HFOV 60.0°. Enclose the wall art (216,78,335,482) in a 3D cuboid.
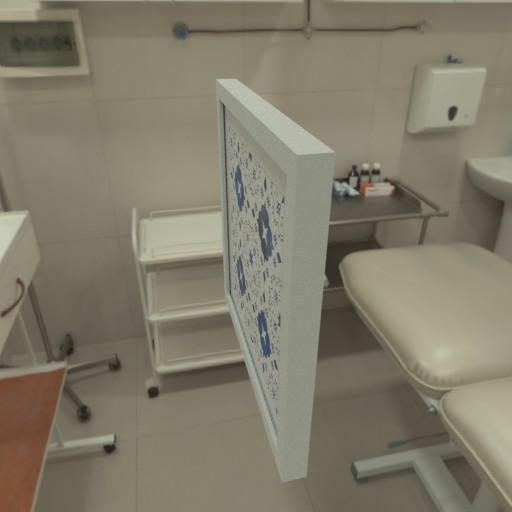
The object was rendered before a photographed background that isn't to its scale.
[{"bbox_3d":[0.000,0.000,0.537,0.027,0.355,0.355,-7,30,-12],"label":"wall art"}]
